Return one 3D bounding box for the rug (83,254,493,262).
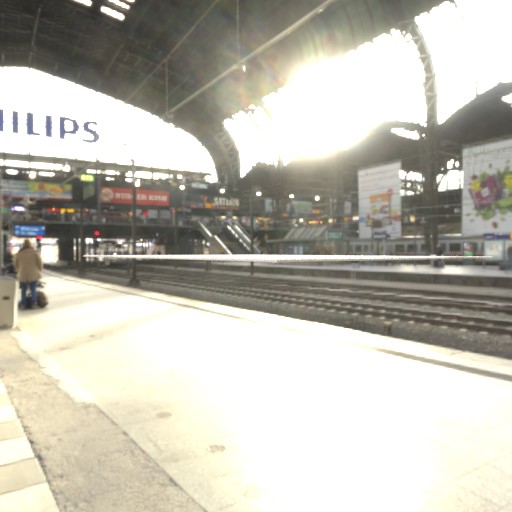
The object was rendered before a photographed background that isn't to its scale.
[{"bbox_3d":[0.000,0.000,2.301,1.232,0.015,1.825,0,1,-37],"label":"rug"}]
